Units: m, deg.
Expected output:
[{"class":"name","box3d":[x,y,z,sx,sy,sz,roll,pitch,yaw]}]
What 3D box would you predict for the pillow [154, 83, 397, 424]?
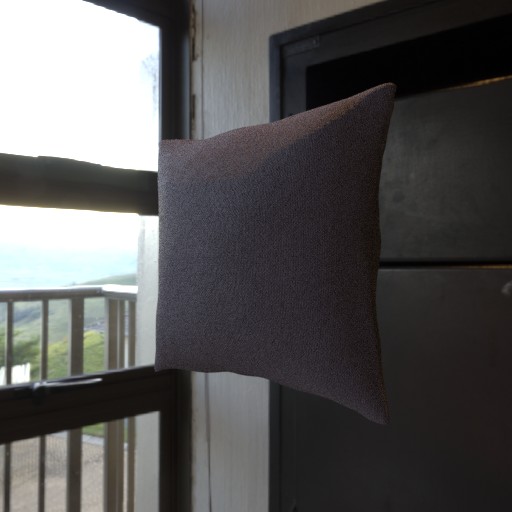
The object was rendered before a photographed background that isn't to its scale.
[{"class":"pillow","box3d":[0.000,0.000,0.701,0.452,0.439,0.204,-1,-2,36]}]
